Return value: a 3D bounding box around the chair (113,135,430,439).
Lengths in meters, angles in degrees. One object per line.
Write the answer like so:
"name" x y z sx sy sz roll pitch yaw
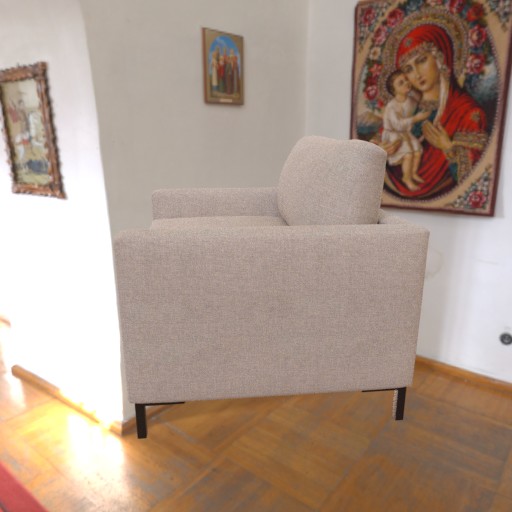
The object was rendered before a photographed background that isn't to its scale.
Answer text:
"chair" 0.000 0.000 1.654 0.866 0.861 0.963 -2 16 -6
